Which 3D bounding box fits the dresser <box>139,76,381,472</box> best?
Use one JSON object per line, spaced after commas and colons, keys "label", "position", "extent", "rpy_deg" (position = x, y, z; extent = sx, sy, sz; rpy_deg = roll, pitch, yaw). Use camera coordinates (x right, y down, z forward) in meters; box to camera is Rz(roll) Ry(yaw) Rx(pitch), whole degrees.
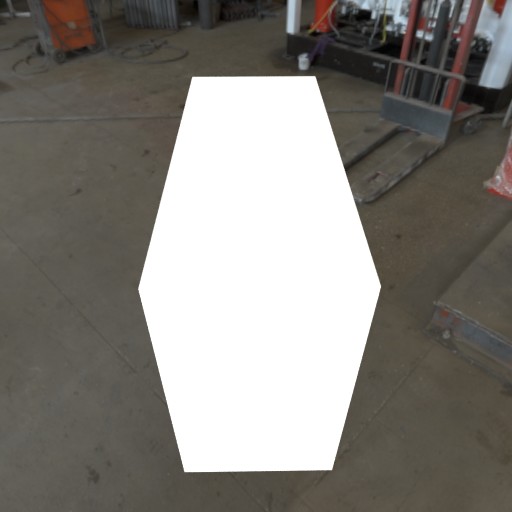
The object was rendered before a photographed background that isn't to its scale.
{"label": "dresser", "position": [0.000, 0.000, 1.523], "extent": [0.460, 0.820, 1.100], "rpy_deg": [-1, 42, -1]}
